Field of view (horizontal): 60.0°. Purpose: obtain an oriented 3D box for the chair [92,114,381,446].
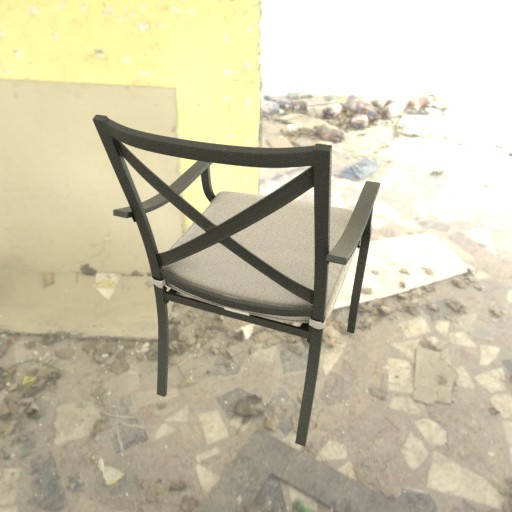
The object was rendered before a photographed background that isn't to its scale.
[{"bbox_3d":[0.000,0.000,1.269,0.575,0.889,0.620,13,35,18],"label":"chair"}]
